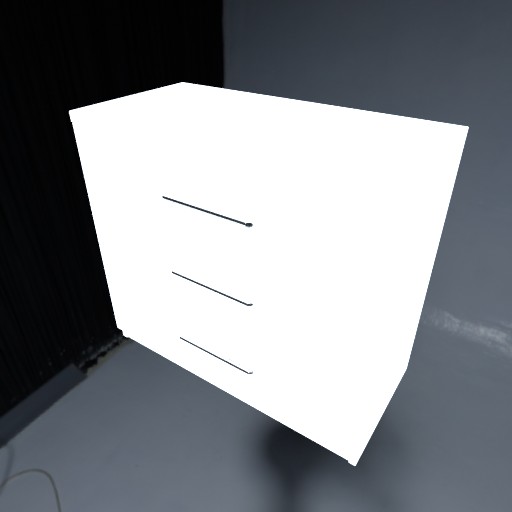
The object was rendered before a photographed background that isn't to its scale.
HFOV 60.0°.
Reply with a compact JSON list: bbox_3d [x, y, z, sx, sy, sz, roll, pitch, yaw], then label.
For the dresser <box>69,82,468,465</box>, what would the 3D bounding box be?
[{"bbox_3d":[0.000,0.000,1.210,0.830,0.740,0.420,20,38,28],"label":"dresser"}]
